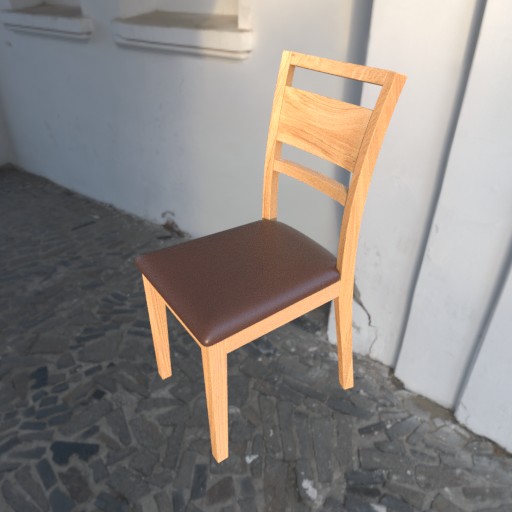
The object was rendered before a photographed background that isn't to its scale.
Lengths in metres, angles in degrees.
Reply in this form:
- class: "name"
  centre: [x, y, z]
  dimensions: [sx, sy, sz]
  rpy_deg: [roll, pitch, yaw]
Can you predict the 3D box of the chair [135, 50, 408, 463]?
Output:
- class: "chair"
  centre: [0.000, 0.000, 1.197]
  dimensions: [0.545, 0.940, 0.420]
  rpy_deg: [-20, 38, -29]
